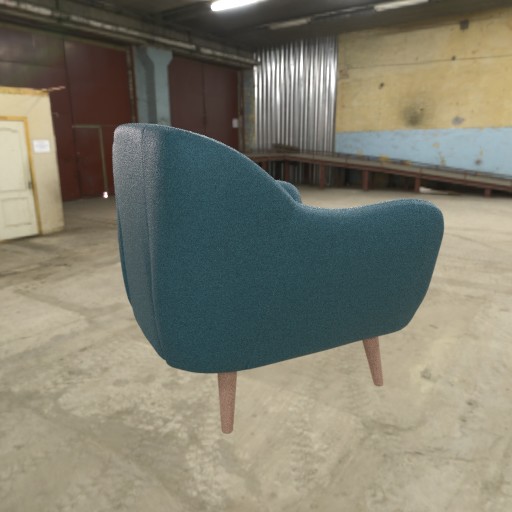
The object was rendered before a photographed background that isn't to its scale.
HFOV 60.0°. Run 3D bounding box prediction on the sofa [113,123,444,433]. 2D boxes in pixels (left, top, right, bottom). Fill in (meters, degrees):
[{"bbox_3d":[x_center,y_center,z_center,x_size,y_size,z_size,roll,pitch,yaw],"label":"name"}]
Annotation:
[{"bbox_3d":[0.000,0.000,1.461,0.825,0.817,0.836,-7,16,-26],"label":"sofa"}]
